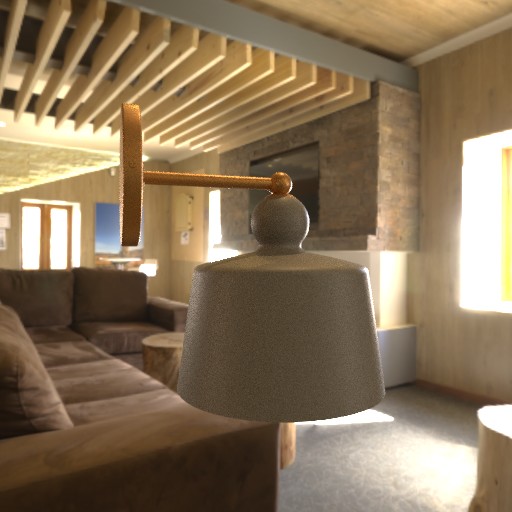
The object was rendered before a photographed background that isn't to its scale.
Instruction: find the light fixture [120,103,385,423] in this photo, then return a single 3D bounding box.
[{"bbox_3d":[0.000,0.000,0.437,0.254,0.268,0.204,0,1,-18],"label":"light fixture"}]
